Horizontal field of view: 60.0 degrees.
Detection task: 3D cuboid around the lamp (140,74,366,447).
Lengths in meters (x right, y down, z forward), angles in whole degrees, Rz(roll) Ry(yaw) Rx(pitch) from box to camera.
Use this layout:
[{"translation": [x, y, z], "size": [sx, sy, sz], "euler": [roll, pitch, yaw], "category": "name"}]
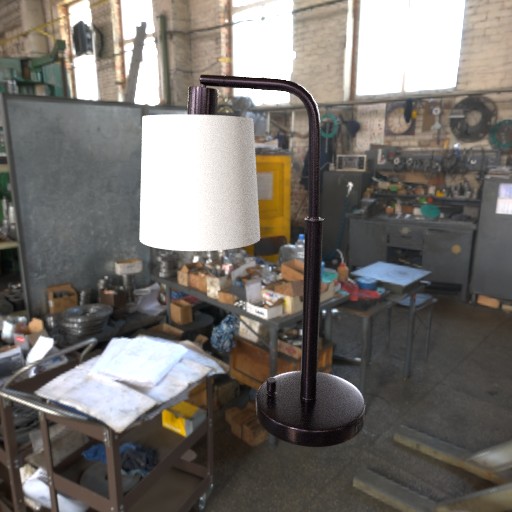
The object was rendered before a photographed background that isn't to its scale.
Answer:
[{"translation": [0.000, 0.000, 0.634], "size": [0.333, 0.489, 0.171], "euler": [2, 14, 9], "category": "lamp"}]
